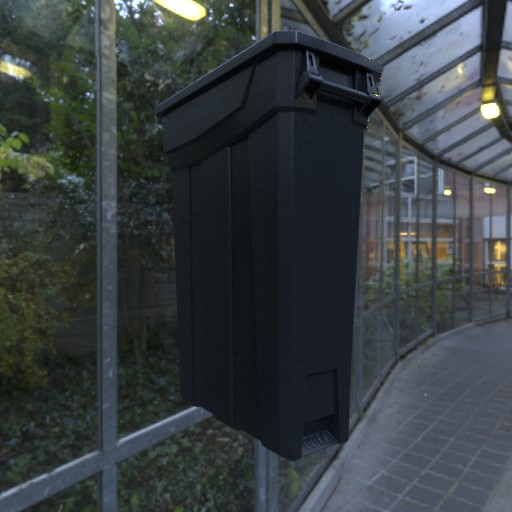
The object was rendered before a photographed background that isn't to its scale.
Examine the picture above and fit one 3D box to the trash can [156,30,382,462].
[{"bbox_3d":[0.000,0.000,1.027,0.281,0.762,0.559,0,1,-37],"label":"trash can"}]
